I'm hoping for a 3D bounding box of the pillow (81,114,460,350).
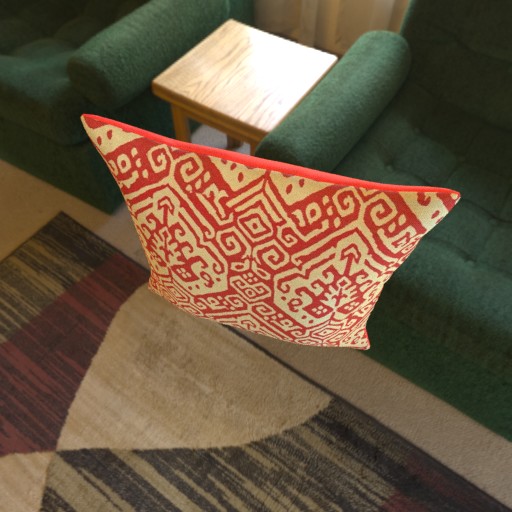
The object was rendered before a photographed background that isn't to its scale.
[{"bbox_3d":[0.000,0.000,0.792,0.522,0.507,0.192,14,58,9],"label":"pillow"}]
